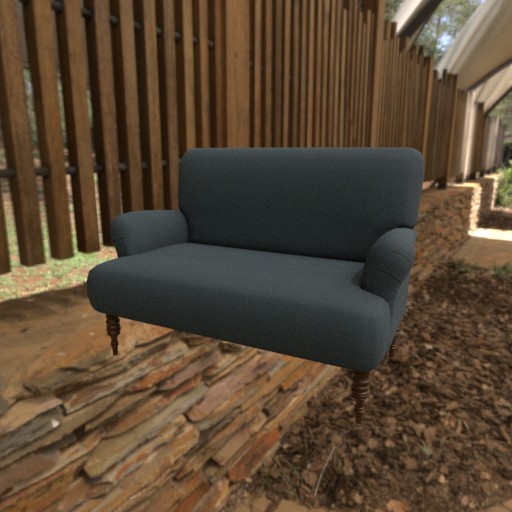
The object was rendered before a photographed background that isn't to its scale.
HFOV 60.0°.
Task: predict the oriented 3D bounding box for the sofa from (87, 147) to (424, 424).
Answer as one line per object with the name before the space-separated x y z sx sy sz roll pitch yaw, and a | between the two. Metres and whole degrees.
sofa | 0.000 0.000 1.862 1.297 0.889 0.779 7 15 27
